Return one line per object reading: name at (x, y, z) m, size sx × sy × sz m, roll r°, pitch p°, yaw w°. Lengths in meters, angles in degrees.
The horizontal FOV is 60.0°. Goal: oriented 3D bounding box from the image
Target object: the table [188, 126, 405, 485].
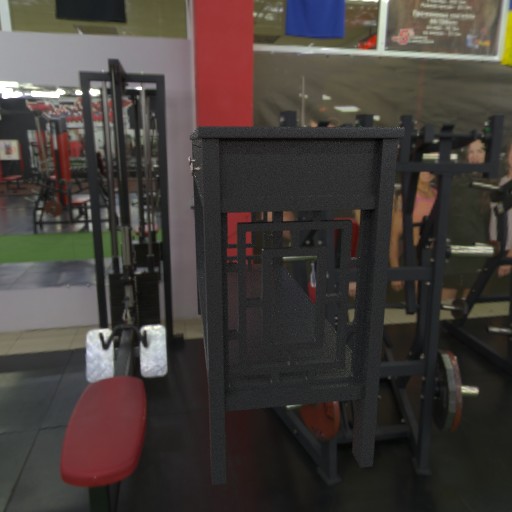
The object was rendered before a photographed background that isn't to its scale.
table at (0.000, 0.000, 1.404) m, size 0.397 × 0.753 × 1.068 m, roll -2°, pitch 15°, yaw -9°
